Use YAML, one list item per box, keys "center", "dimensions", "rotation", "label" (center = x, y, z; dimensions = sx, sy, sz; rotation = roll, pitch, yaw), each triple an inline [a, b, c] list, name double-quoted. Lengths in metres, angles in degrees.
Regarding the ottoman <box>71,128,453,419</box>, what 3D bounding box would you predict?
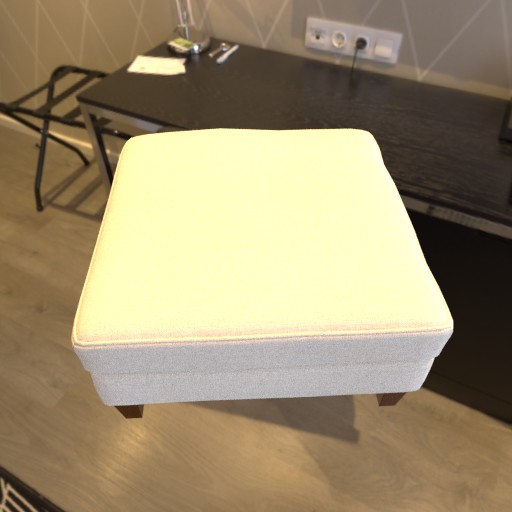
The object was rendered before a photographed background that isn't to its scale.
- center: [0.000, 0.000, 1.346]
  dimensions: [0.838, 0.478, 0.838]
  rotation: [-2, 47, -2]
  label: "ottoman"
